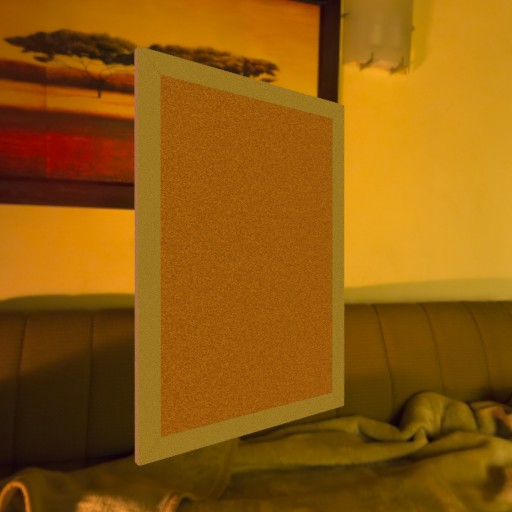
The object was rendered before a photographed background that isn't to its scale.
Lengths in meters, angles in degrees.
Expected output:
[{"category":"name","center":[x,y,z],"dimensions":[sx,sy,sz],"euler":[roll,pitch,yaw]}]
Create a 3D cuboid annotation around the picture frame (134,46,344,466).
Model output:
[{"category":"picture frame","center":[0.000,0.000,0.585],"dimensions":[0.326,0.459,0.011],"euler":[0,0,-36]}]
